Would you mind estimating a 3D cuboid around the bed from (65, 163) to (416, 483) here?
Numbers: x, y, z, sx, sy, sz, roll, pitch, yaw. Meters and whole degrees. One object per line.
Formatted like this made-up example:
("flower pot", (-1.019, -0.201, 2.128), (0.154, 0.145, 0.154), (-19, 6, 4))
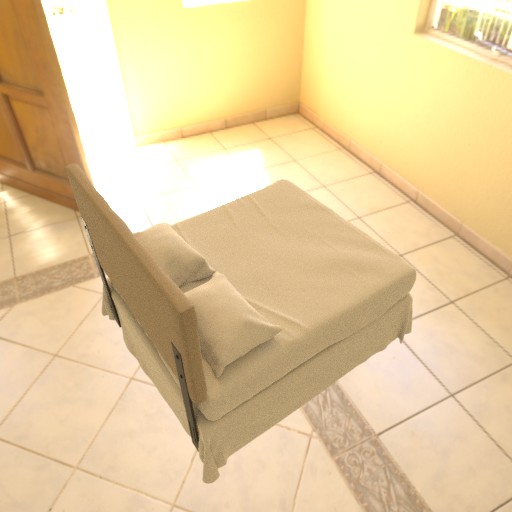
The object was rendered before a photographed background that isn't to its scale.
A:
("bed", (0.000, 0.000, 3.493), (2.222, 1.577, 1.936), (-26, 48, -26))
